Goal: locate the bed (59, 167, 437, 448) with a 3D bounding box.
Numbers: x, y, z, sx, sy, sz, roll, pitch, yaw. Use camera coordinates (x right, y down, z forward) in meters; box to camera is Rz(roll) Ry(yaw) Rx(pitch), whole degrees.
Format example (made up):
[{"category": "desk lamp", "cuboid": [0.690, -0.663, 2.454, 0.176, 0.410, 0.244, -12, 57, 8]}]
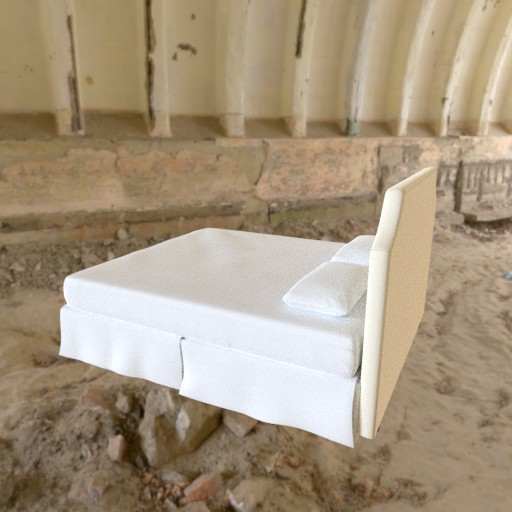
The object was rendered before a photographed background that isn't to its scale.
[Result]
[{"category": "bed", "cuboid": [0.000, 0.000, 4.069, 2.773, 1.590, 2.350, 8, 18, 26]}]
